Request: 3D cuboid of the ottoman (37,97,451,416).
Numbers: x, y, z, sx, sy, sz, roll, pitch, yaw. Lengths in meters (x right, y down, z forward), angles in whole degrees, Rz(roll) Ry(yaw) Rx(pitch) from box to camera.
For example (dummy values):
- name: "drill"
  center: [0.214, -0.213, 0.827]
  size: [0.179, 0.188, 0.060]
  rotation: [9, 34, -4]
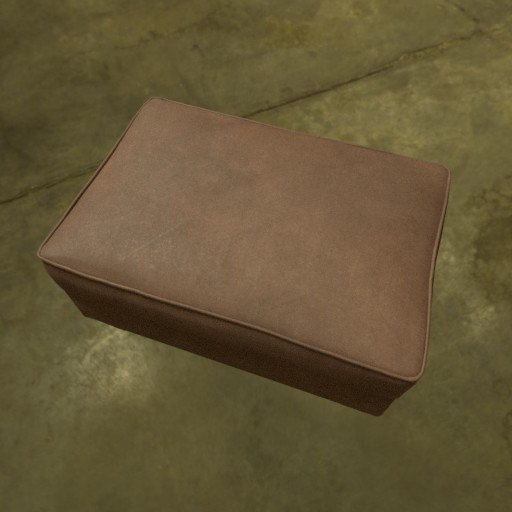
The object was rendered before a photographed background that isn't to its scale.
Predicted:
- name: "ottoman"
  center: [0.000, 0.000, 1.196]
  size: [0.860, 0.481, 0.596]
  rotation: [16, 59, 10]
